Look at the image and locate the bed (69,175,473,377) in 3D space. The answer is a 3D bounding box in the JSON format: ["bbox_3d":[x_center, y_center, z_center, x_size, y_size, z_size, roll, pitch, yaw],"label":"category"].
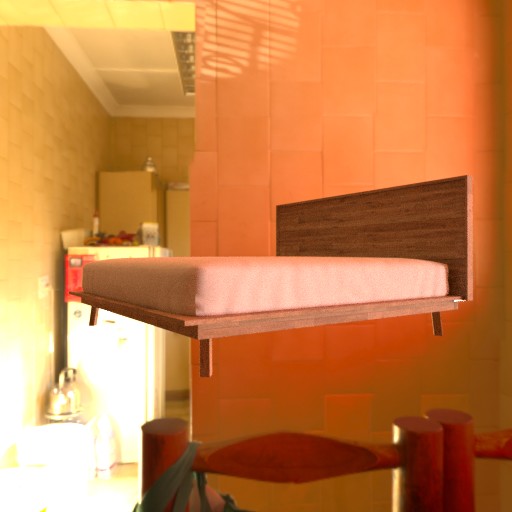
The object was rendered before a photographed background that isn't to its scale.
[{"bbox_3d":[0.000,0.000,3.288,2.167,1.100,2.116,0,0,-35],"label":"bed"}]
